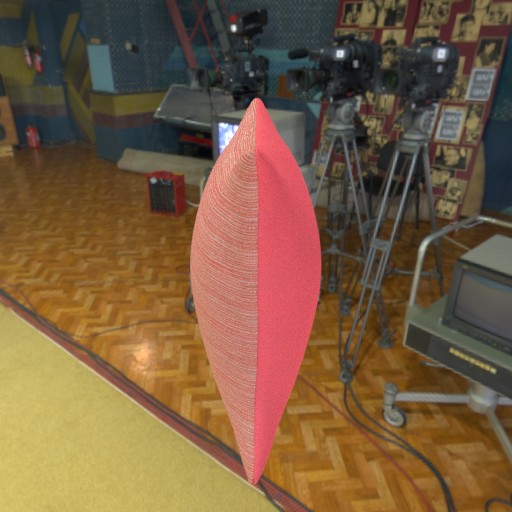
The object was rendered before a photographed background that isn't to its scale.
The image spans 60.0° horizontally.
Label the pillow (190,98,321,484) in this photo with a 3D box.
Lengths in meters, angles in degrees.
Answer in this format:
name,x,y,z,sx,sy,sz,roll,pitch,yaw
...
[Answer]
name,x,y,z,sx,sy,sz,roll,pitch,yaw
pillow,0.000,0.000,0.807,0.229,0.501,0.559,0,26,0
